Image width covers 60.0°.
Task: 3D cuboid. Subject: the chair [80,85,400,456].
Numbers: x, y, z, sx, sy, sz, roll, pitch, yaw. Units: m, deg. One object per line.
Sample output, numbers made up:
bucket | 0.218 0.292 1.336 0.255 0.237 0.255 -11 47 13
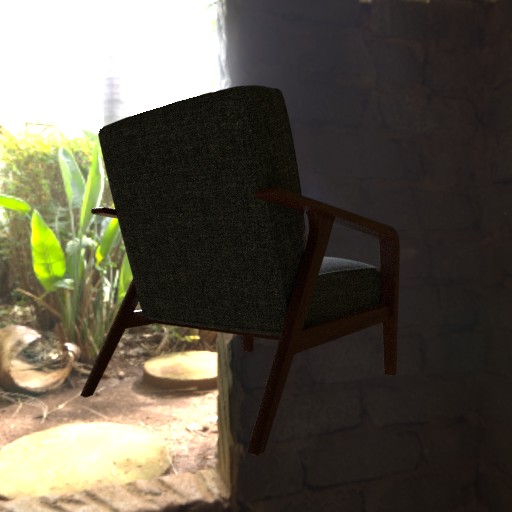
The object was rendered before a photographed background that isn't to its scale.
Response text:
chair | 0.000 0.000 1.510 0.719 0.864 0.889 0 0 37
